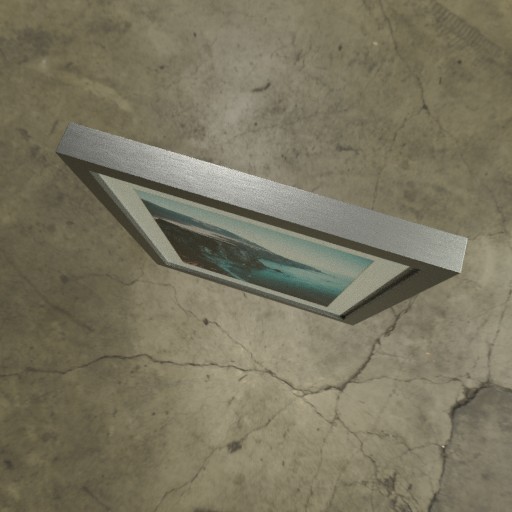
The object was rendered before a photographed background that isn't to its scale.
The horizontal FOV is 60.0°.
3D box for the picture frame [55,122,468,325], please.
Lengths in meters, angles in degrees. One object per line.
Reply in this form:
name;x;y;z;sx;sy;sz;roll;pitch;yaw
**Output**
picture frame;0.000;0.000;1.349;0.839;0.968;0.073;17;76;4
